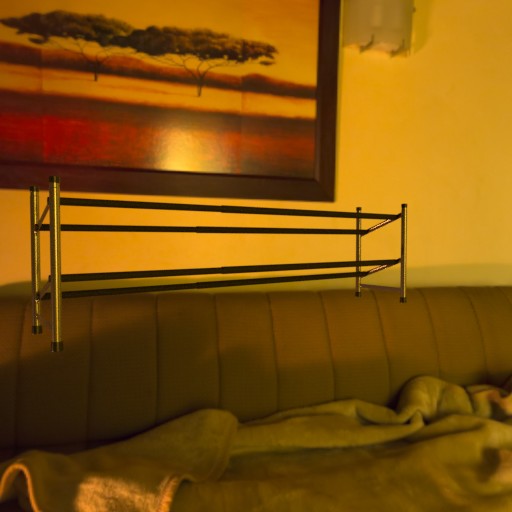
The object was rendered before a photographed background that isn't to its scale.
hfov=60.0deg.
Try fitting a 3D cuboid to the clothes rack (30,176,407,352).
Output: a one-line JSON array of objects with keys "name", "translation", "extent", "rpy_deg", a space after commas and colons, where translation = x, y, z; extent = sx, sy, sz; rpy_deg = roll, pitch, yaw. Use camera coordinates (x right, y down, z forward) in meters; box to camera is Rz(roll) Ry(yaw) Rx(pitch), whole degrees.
[{"name": "clothes rack", "translation": [0.000, 0.000, 1.306], "extent": [1.168, 0.349, 0.229], "rpy_deg": [-2, 3, -36]}]
